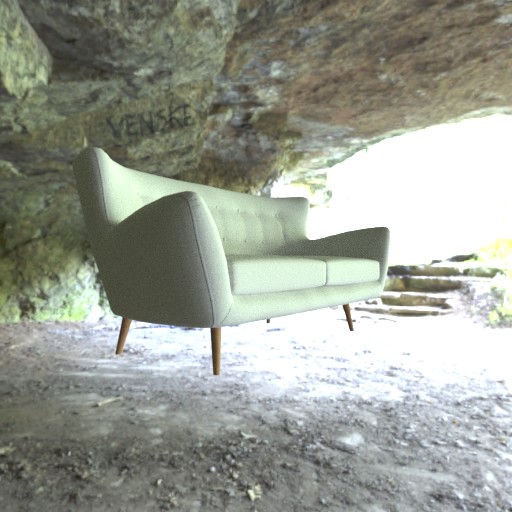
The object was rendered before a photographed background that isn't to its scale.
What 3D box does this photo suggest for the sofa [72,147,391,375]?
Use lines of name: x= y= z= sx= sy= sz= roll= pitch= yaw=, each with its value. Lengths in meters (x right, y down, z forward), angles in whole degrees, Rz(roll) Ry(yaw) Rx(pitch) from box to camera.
sofa: x=0.000 y=0.000 z=2.427 sx=0.899 sy=0.890 sz=1.930 roll=0 pitch=-1 yaw=36
